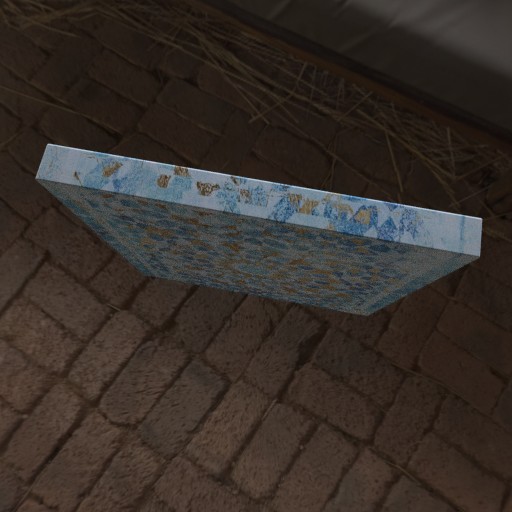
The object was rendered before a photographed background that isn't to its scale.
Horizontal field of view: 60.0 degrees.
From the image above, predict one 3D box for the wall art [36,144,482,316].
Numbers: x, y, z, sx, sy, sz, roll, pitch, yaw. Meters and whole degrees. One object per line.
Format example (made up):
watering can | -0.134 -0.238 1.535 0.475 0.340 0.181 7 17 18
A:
wall art | 0.000 0.000 0.597 0.405 0.405 0.037 10 75 3
